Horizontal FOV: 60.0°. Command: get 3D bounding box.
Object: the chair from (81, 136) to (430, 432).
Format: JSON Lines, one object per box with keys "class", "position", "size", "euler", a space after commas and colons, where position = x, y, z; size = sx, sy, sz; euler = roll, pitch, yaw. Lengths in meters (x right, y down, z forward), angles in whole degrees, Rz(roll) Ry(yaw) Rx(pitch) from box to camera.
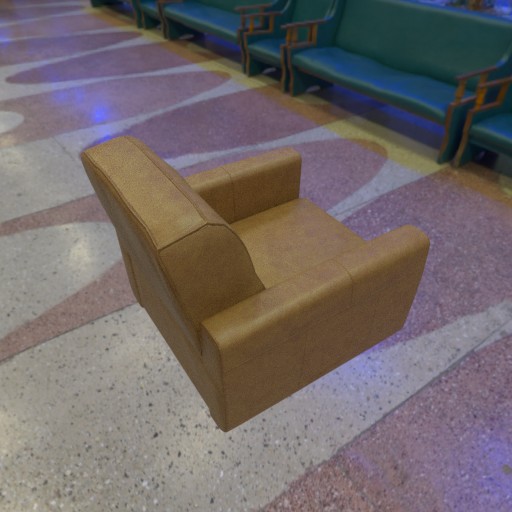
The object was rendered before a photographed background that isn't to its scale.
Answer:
{"class": "chair", "position": [0.000, 0.000, 1.674], "size": [0.942, 0.968, 0.845], "euler": [-24, 46, -25]}
